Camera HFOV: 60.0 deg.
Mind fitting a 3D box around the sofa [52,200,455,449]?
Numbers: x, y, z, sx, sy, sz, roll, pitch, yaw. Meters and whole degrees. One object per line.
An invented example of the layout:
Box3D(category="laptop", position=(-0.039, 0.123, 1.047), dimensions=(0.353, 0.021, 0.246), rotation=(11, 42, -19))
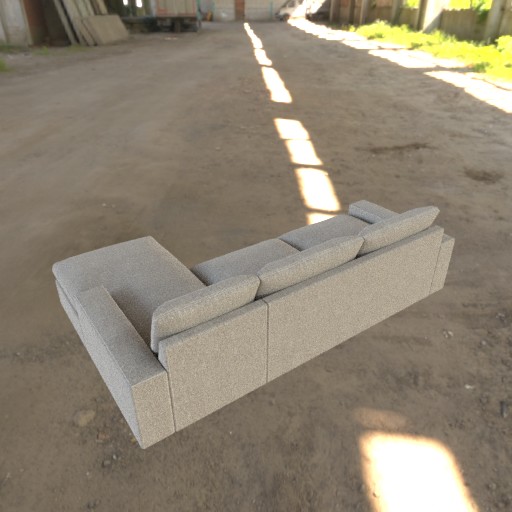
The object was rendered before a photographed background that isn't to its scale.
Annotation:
Box3D(category="sofa", position=(0.000, 0.000, 3.505), dimensions=(2.718, 0.813, 1.689), rotation=(-20, 35, -30))
